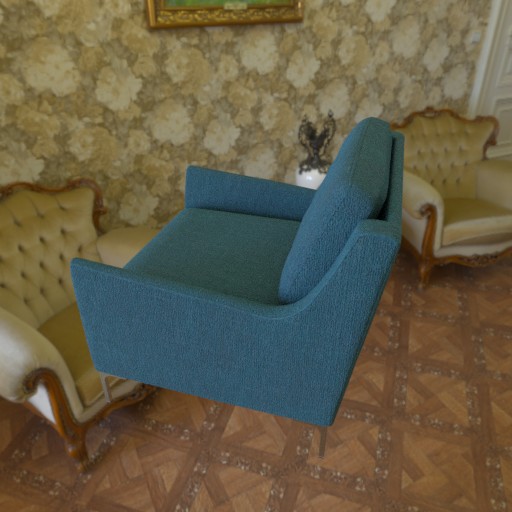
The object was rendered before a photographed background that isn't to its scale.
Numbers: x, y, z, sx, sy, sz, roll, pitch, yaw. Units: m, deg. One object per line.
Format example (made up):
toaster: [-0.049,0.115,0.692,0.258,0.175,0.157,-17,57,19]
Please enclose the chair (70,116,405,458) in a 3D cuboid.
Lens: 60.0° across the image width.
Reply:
chair: [0.000,0.000,1.498,0.849,0.828,0.847,9,32,14]
